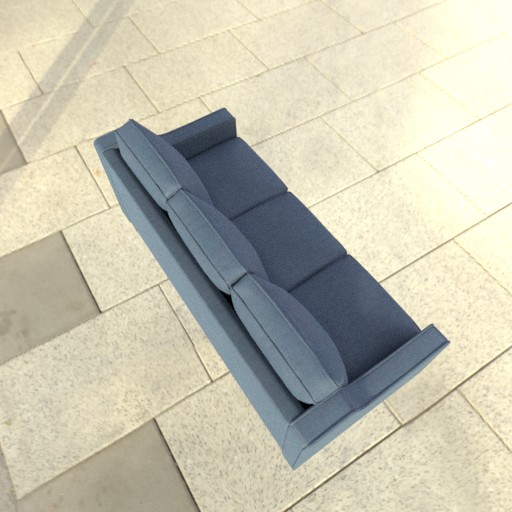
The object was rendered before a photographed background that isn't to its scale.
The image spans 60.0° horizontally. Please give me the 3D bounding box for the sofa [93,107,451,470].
[{"bbox_3d":[0.000,0.000,2.514,0.911,0.974,1.986,-30,63,-17],"label":"sofa"}]
